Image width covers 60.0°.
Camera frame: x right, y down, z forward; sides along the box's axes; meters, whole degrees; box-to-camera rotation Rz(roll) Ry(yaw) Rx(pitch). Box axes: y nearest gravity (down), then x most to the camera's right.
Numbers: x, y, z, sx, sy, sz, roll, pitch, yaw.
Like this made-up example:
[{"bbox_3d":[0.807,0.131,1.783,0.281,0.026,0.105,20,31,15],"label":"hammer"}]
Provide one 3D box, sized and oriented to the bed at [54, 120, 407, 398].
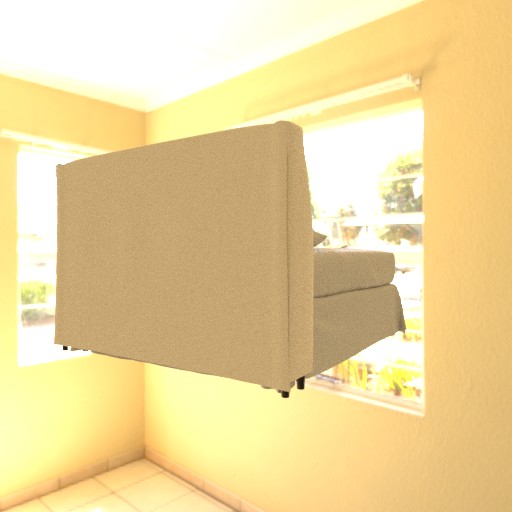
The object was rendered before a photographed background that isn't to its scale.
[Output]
[{"bbox_3d":[0.000,0.000,3.516,1.925,1.332,2.276,0,1,34],"label":"bed"}]
